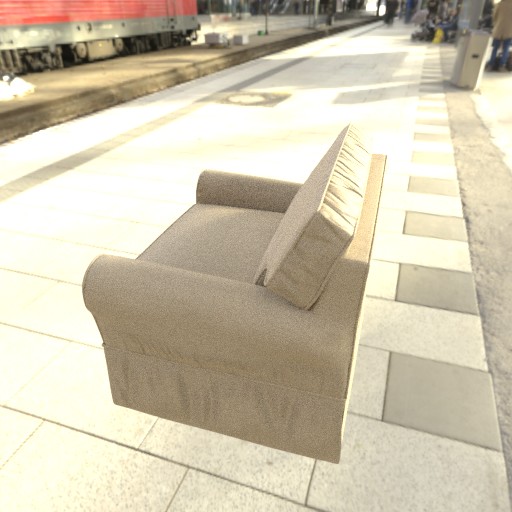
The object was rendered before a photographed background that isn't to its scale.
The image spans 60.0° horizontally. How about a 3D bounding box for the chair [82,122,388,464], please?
[{"bbox_3d":[0.000,0.000,1.792,0.903,0.937,1.096,9,31,15],"label":"chair"}]
